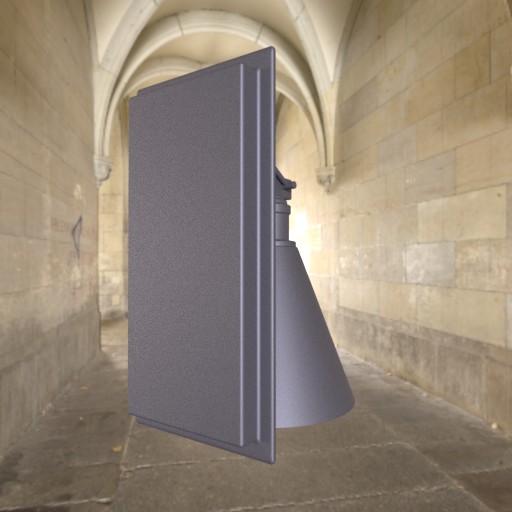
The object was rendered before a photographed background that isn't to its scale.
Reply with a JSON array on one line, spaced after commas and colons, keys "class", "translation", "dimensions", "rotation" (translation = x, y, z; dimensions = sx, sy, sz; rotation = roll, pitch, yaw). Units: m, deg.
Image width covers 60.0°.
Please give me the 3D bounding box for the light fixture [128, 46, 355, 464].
[{"class": "light fixture", "translation": [0.000, 0.000, 0.424], "dimensions": [0.170, 0.298, 0.207], "rotation": [0, -1, 35]}]
